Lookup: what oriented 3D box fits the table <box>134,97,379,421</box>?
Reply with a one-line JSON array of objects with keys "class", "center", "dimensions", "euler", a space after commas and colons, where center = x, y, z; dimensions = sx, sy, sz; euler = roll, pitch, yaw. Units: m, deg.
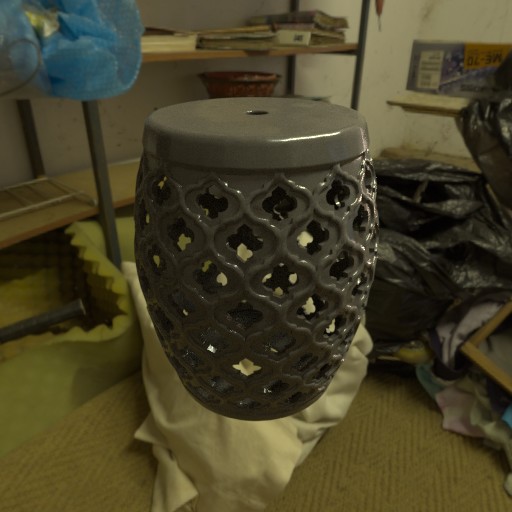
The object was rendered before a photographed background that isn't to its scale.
[{"class": "table", "center": [0.000, 0.000, 0.621], "dimensions": [0.325, 0.388, 0.325], "euler": [0, 28, 0]}]
